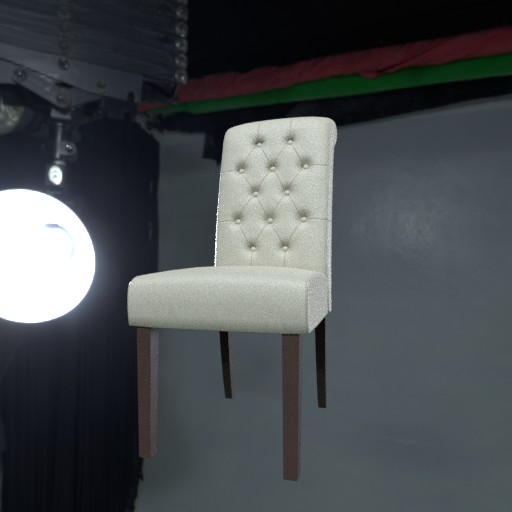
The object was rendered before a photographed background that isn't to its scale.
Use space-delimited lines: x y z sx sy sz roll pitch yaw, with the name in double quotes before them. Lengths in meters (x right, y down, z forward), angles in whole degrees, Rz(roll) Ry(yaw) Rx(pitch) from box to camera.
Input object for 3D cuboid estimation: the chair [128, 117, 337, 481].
"chair" 0.000 0.000 1.351 0.456 1.006 0.671 0 -1 18
